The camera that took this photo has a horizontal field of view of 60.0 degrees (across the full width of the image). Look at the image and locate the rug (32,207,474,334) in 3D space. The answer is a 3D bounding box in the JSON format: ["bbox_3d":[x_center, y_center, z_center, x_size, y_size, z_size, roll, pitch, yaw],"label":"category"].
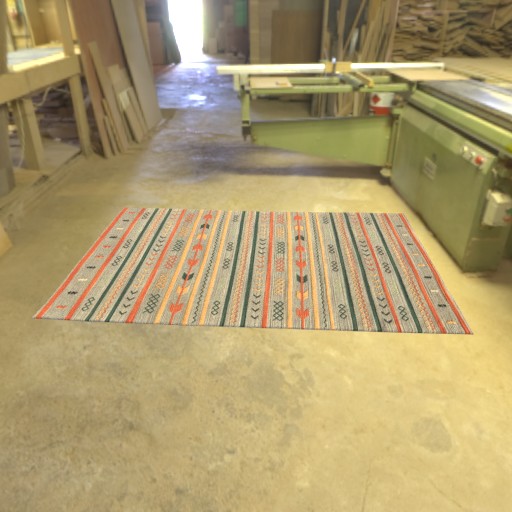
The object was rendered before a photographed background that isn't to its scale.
[{"bbox_3d":[0.000,0.000,2.362,1.835,0.017,1.220,2,29,3],"label":"rug"}]
